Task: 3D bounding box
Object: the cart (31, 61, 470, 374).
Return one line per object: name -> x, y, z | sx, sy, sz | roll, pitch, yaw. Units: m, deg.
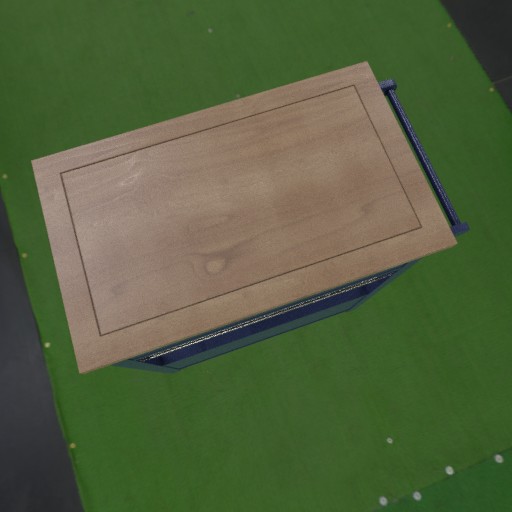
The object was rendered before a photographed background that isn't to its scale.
cart -> 0.000, 0.000, 1.339 | 0.840, 0.901, 0.459 | -18, 75, -5
